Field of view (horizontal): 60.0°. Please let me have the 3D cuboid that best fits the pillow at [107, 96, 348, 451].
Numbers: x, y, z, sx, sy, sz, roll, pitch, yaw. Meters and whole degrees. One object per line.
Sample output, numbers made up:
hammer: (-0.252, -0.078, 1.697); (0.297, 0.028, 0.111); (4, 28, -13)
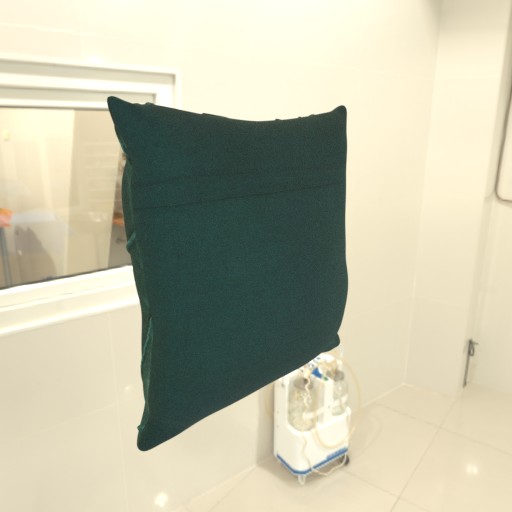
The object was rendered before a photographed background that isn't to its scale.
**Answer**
pillow: (0.000, 0.000, 0.659); (0.184, 0.440, 0.439); (15, 22, 42)
